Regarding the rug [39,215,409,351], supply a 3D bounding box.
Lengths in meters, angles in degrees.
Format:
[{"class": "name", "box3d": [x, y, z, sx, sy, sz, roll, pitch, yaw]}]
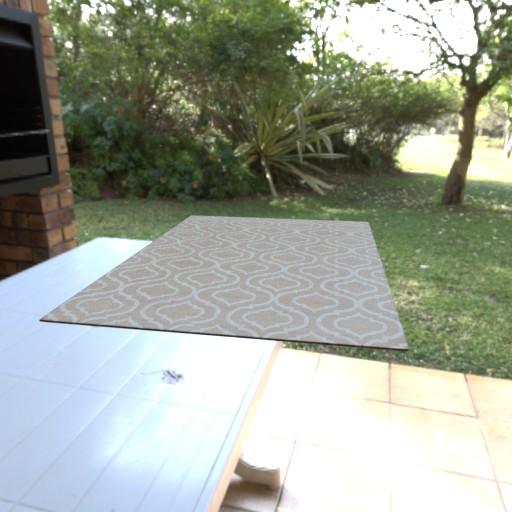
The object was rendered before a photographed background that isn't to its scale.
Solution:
[{"class": "rug", "box3d": [0.000, 0.000, 2.774, 1.524, 0.010, 2.134, 3, 18, 9]}]
